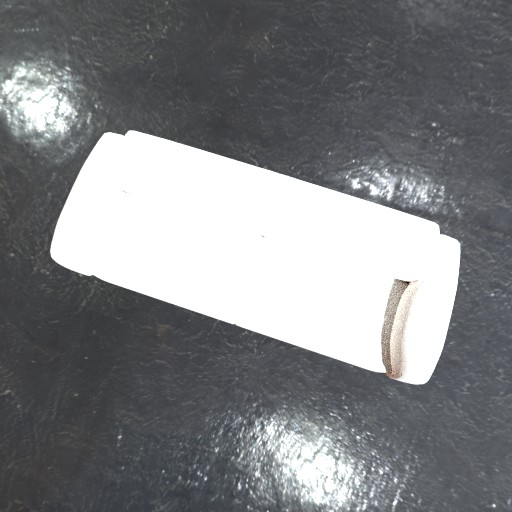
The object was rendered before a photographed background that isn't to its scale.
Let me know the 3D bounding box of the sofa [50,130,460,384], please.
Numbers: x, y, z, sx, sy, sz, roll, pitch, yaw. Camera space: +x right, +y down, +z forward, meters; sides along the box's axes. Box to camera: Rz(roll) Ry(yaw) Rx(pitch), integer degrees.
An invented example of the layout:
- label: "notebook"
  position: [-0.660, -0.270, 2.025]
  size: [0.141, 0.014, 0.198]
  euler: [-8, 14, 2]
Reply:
- label: "sofa"
  position: [0.000, 0.000, 2.700]
  size: [2.280, 0.780, 0.870]
  euler: [18, 77, 4]
